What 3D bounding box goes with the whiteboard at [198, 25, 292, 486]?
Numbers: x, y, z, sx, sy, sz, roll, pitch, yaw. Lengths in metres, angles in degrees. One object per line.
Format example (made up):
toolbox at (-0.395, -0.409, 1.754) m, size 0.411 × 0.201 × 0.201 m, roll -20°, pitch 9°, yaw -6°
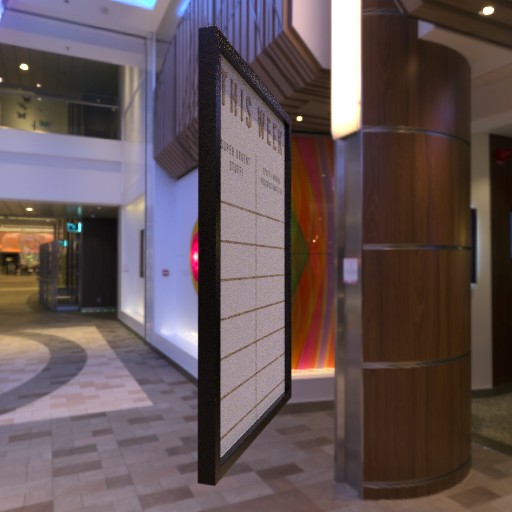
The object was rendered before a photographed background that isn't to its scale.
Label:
whiteboard at (0.000, 0.000, 0.781) m, size 0.026 × 0.611 × 0.406 m, roll 0°, pitch -1°, yaw 19°
